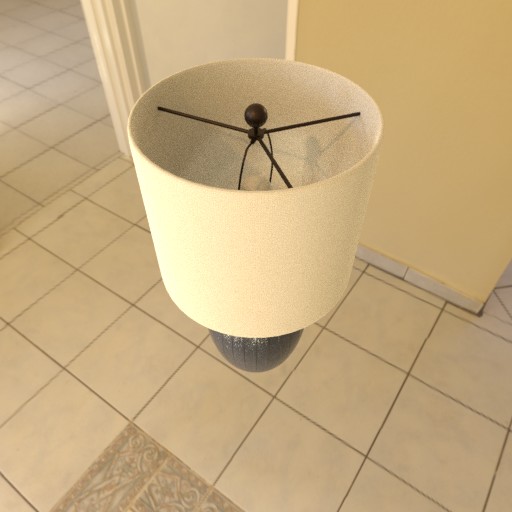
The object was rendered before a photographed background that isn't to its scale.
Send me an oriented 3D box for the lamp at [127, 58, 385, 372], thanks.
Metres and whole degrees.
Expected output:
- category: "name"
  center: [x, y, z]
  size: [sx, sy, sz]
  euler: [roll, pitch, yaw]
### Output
- category: "lamp"
  center: [0.000, 0.000, 0.775]
  size: [0.329, 0.570, 0.329]
  euler: [19, 50, 17]
